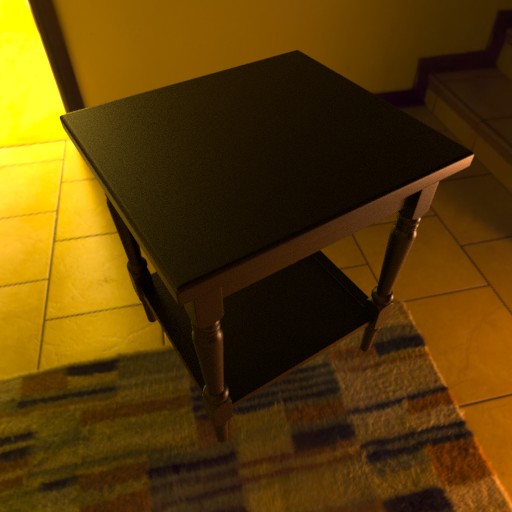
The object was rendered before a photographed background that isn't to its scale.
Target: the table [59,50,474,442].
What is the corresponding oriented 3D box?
[{"bbox_3d":[0.000,0.000,0.897,0.488,0.565,0.442,-25,52,-22],"label":"table"}]
